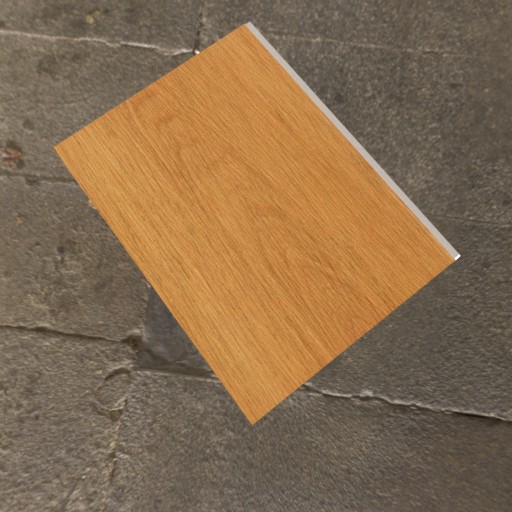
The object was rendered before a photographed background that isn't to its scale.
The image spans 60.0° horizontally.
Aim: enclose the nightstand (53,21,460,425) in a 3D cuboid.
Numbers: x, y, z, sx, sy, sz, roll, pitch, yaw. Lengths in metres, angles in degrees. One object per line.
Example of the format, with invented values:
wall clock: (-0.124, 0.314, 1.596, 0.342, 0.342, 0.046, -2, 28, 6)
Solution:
nightstand: (0.000, 0.000, 0.816, 0.316, 0.601, 0.400, -37, 79, -8)
